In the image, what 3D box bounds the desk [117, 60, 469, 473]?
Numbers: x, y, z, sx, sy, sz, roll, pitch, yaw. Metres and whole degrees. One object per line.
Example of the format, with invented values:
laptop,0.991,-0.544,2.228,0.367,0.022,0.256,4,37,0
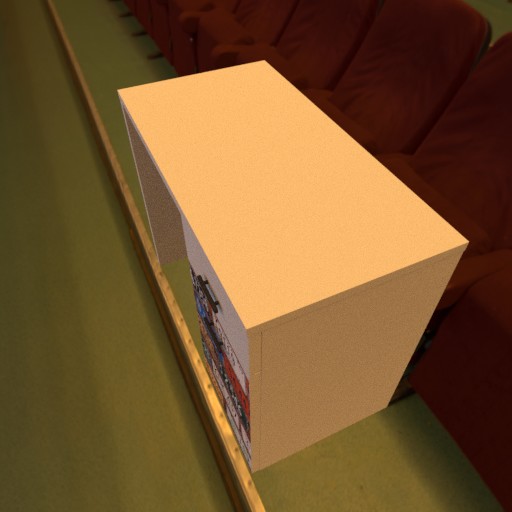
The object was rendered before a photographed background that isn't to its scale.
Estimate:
desk,0.000,0.000,1.323,0.482,0.730,0.898,-19,50,-17
